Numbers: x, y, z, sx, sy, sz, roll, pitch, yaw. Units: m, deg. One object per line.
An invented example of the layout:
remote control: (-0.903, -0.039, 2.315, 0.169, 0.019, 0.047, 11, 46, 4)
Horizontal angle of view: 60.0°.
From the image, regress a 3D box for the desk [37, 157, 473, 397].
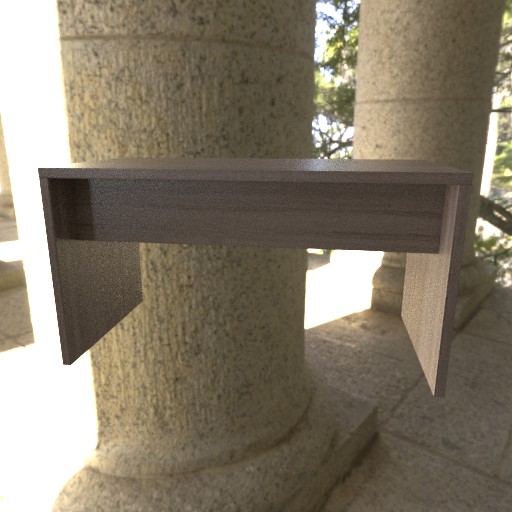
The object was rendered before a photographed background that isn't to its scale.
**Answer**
desk: (0.000, 0.000, 1.812, 1.380, 0.745, 0.690, 2, 16, 9)
